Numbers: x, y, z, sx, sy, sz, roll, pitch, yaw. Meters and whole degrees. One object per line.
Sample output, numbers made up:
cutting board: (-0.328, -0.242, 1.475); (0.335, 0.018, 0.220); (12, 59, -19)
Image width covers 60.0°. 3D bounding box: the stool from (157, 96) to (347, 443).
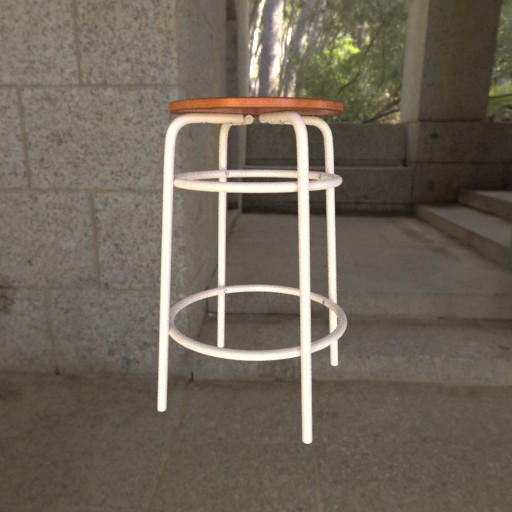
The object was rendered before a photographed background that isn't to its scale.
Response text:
stool: (0.000, 0.000, 0.940); (0.455, 0.610, 0.455); (-7, 16, -25)
